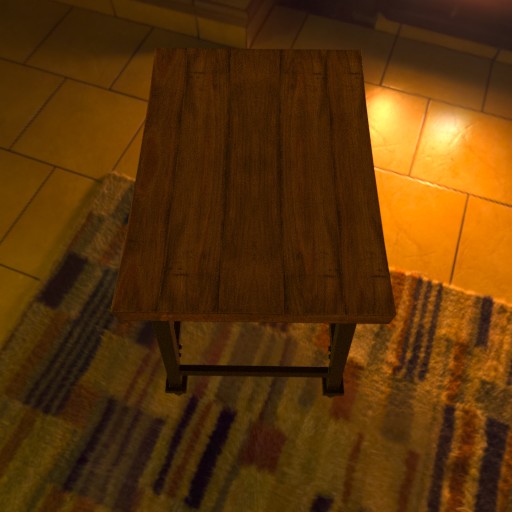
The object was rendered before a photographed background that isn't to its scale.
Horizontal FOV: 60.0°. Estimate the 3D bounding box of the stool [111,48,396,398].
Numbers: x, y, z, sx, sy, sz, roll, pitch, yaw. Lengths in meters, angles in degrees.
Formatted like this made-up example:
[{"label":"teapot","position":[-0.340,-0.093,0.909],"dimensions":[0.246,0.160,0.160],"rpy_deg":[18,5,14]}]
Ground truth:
[{"label":"stool","position":[0.000,0.000,0.921],"dimensions":[0.405,0.625,0.486],"rpy_deg":[1,63,0]}]
